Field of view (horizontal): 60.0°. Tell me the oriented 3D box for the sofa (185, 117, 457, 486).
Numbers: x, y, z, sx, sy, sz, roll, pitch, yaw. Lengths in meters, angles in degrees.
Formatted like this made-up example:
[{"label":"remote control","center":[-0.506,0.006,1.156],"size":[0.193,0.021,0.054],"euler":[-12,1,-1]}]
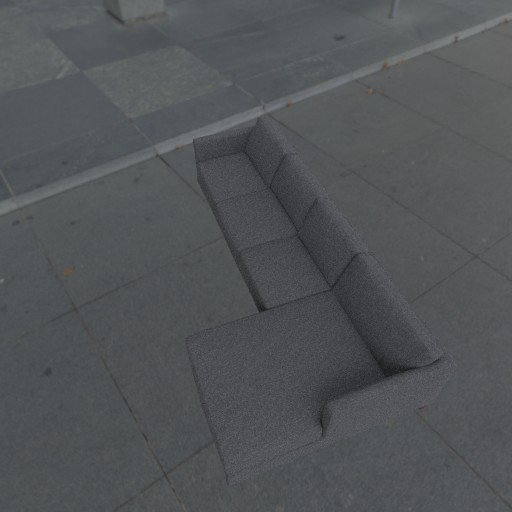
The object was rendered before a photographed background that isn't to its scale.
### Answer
[{"label":"sofa","center":[0.000,0.000,3.867],"size":[1.625,0.846,3.186],"euler":[-16,50,-14]}]
